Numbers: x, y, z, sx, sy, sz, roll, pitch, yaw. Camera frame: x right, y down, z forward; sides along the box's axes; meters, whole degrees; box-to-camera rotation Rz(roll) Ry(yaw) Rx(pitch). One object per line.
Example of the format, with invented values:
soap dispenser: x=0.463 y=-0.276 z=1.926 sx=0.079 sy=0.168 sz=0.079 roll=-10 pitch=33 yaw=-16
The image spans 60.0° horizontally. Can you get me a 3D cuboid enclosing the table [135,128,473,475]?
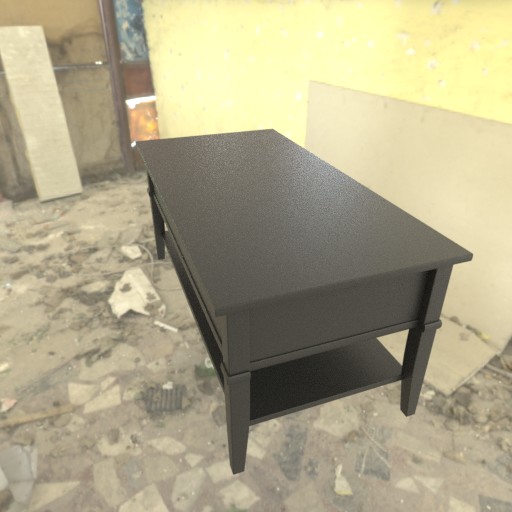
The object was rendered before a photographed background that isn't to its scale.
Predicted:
table: x=0.000 y=0.000 z=1.329 sx=0.523 sy=0.470 sz=1.044 roll=-10 pitch=32 yaw=-17
